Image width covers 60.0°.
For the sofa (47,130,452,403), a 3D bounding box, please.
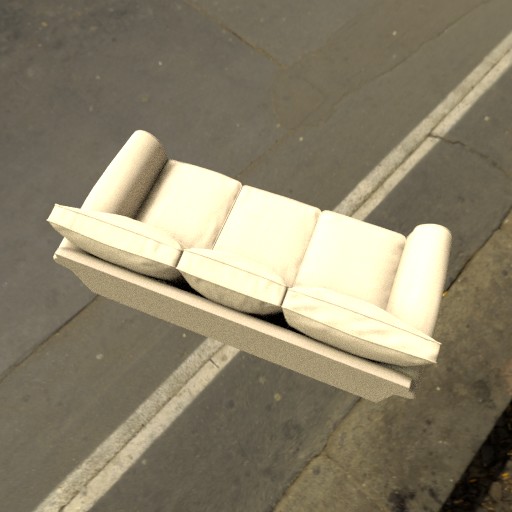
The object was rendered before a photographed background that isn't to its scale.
[{"bbox_3d":[0.000,0.000,2.672,2.118,0.889,0.998,19,66,9],"label":"sofa"}]
